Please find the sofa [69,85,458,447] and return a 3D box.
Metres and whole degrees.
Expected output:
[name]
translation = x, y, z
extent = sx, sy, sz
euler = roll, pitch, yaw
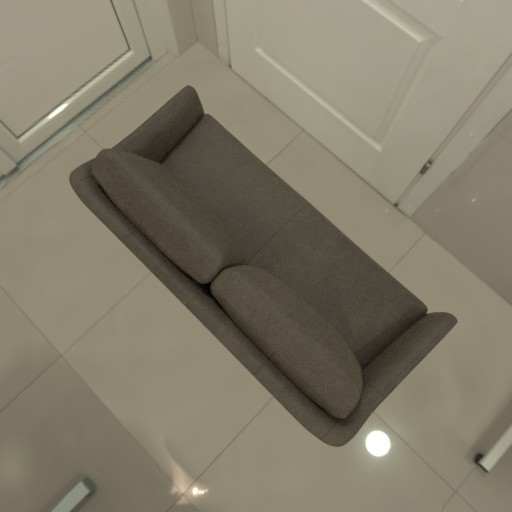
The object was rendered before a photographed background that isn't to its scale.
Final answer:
[sofa]
translation = 0.000, 0.000, 2.510
extent = 2.036, 0.902, 0.960
euler = 43, 79, 11
